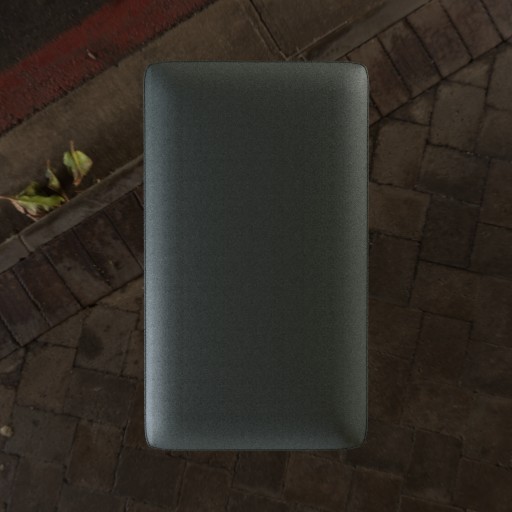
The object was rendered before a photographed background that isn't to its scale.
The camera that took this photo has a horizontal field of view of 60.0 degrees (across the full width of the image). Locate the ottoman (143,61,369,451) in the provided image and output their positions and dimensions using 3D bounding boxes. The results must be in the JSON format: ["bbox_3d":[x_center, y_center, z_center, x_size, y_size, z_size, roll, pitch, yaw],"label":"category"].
[{"bbox_3d":[0.000,0.000,1.522,0.681,0.494,1.173,0,91,0],"label":"ottoman"}]
